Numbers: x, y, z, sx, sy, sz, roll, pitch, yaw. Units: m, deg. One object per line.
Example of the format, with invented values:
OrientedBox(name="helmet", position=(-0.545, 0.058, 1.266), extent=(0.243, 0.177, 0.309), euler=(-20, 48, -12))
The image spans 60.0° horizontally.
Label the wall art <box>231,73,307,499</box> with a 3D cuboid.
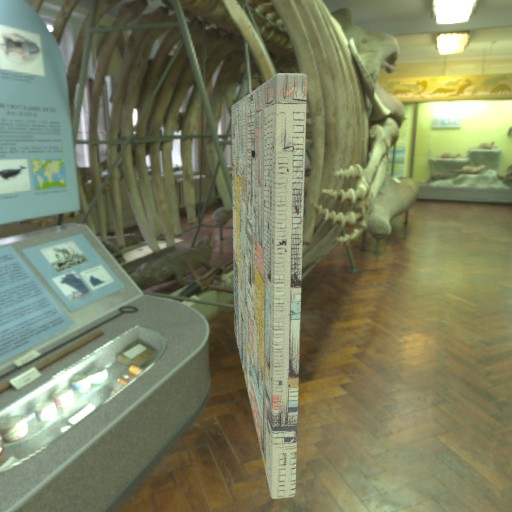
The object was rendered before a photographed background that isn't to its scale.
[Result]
OrientedBox(name="wall art", position=(0.000, 0.000, 1.114), extent=(0.048, 0.762, 0.761), euler=(-2, 15, -8))
